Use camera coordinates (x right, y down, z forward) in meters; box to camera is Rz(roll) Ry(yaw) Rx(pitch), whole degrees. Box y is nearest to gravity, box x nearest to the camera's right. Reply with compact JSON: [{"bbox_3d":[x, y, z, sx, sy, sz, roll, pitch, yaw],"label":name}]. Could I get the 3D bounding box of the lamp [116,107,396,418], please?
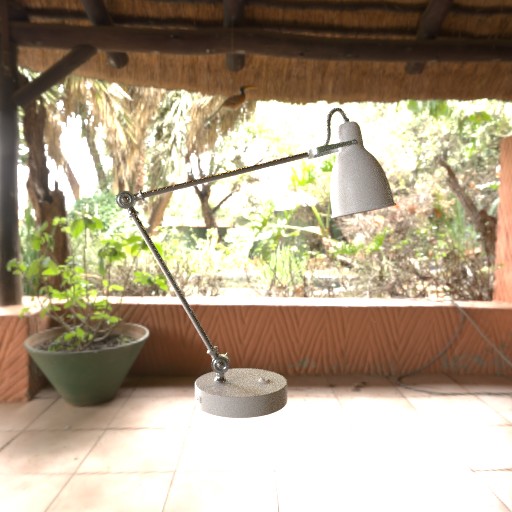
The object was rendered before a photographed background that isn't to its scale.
[{"bbox_3d":[0.000,0.000,0.892,0.561,0.587,0.187,0,2,-2],"label":"lamp"}]
